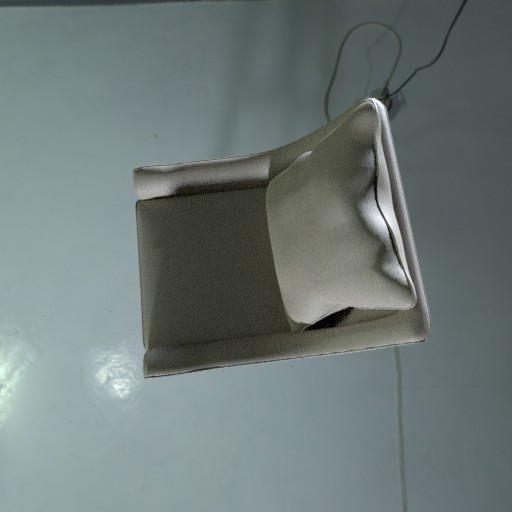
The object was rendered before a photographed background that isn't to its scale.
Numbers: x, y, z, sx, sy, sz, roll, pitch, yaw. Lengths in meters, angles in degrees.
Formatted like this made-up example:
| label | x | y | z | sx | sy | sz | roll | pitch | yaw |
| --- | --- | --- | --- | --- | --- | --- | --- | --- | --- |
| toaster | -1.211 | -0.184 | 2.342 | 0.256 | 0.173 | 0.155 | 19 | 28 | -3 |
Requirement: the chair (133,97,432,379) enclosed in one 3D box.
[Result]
| label | x | y | z | sx | sy | sz | roll | pitch | yaw |
| --- | --- | --- | --- | --- | --- | --- | --- | --- | --- |
| chair | 0.000 | 0.000 | 1.593 | 0.876 | 0.942 | 0.760 | -7 | 76 | -2 |
